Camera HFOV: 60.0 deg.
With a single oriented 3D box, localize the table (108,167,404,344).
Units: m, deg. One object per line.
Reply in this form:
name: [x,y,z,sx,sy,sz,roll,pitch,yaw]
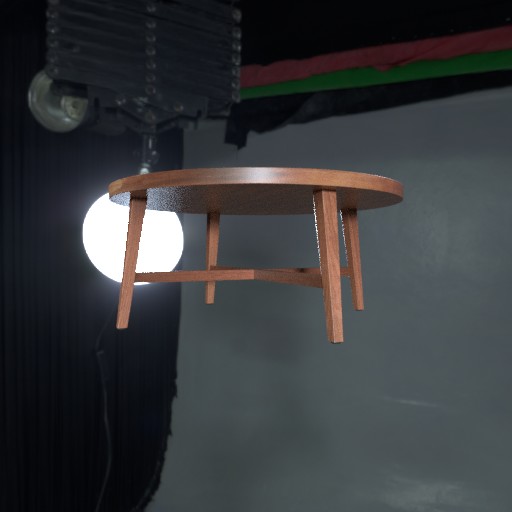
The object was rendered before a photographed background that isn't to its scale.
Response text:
table: [0.000,0.000,1.270,0.800,0.360,0.800,0,1,0]
